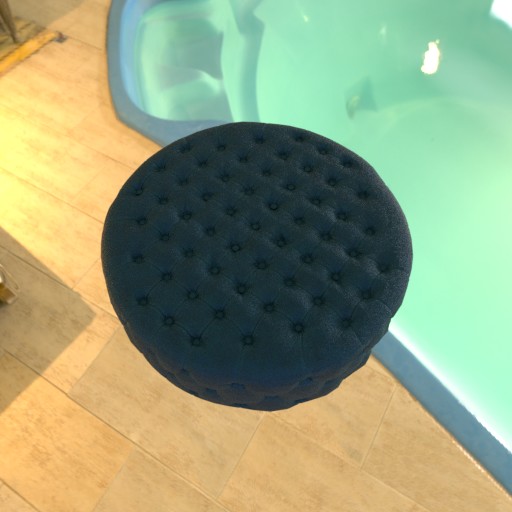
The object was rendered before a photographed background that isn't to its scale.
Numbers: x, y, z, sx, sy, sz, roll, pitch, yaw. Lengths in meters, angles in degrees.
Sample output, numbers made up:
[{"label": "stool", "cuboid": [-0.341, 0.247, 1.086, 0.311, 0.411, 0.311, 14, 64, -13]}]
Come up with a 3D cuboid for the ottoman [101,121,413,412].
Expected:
[{"label": "ottoman", "cuboid": [0.000, 0.000, 1.535, 0.998, 0.398, 0.998, 0, 59, 0]}]
